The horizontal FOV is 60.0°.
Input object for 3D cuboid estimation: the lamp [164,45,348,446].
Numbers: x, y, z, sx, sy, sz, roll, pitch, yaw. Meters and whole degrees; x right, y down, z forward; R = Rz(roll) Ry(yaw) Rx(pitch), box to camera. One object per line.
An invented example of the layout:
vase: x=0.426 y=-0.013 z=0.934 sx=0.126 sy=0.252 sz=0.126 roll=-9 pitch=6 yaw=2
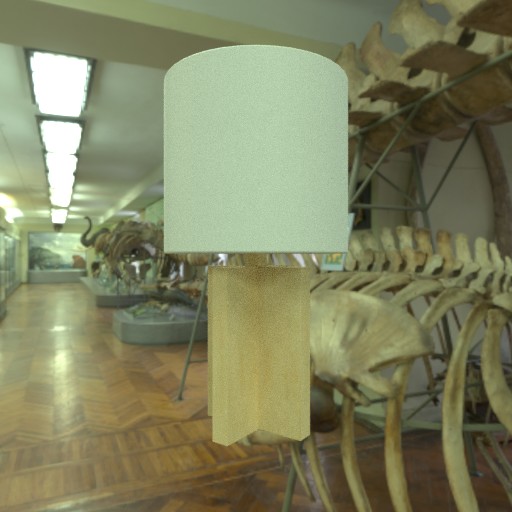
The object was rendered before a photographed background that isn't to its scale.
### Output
lamp: x=0.000 y=0.000 z=0.562 sx=0.229 sy=0.428 sz=0.229 roll=0 pitch=0 yaw=35
